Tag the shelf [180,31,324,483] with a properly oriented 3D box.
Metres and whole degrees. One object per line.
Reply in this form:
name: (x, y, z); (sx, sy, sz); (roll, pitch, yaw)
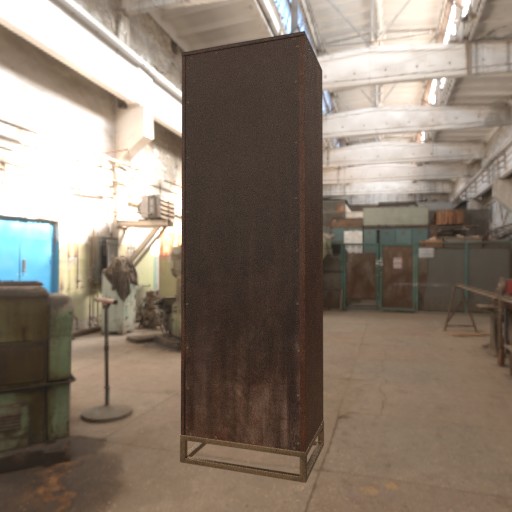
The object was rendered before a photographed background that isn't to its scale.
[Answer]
shelf: (0.000, 0.000, 1.971); (0.539, 1.732, 0.395); (0, -1, 19)
